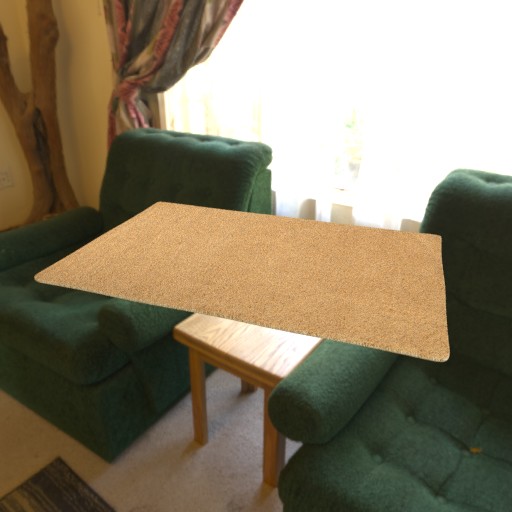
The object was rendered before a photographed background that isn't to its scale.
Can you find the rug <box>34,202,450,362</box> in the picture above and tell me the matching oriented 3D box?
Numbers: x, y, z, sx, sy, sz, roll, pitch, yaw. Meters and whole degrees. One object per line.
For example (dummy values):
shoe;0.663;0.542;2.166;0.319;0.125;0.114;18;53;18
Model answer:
rug;0.000;0.000;2.957;2.349;0.025;1.500;9;27;17
